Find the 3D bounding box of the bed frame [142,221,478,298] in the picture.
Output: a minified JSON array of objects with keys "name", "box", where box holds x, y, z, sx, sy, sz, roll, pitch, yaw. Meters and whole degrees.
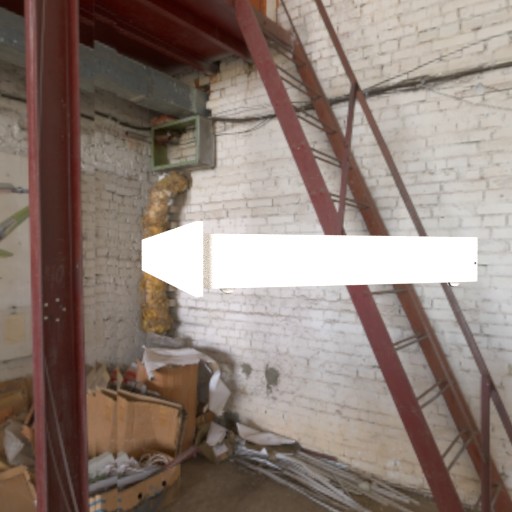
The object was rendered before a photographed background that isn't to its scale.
[{"name":"bed frame","box":[0.000,0.000,1.531,0.670,0.141,1.300,0,1,-19]}]
